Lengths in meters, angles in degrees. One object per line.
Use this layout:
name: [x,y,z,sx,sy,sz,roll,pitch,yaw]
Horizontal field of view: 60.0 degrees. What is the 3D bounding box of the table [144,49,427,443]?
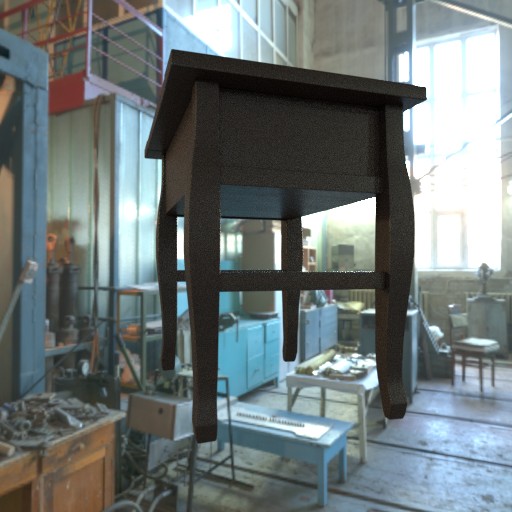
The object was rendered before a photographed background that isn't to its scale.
table: [0.000,0.000,1.011,0.460,0.605,0.602,0,-1,-18]
